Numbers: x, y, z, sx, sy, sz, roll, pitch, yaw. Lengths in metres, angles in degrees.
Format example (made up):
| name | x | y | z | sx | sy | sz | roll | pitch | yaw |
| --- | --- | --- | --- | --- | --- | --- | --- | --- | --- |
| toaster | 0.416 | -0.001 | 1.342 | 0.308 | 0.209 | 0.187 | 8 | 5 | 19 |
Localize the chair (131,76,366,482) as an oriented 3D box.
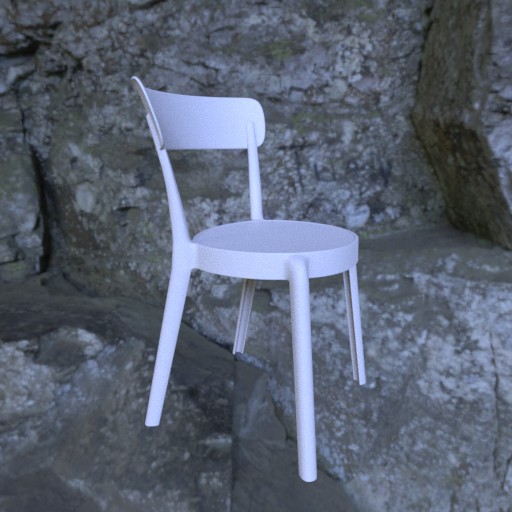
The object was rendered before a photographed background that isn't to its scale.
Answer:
| name | x | y | z | sx | sy | sz | roll | pitch | yaw |
| --- | --- | --- | --- | --- | --- | --- | --- | --- | --- |
| chair | 0.000 | 0.000 | 1.094 | 0.491 | 0.790 | 0.506 | 7 | 16 | 26 |
